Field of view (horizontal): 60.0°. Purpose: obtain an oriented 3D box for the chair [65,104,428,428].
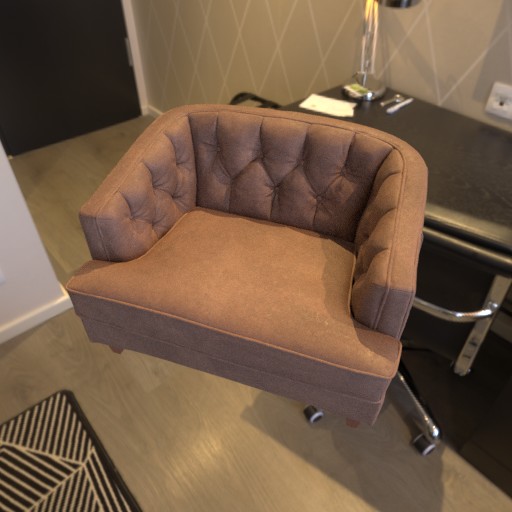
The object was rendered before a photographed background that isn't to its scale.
[{"bbox_3d":[0.000,0.000,1.687,1.118,0.787,0.914,13,43,14],"label":"chair"}]
